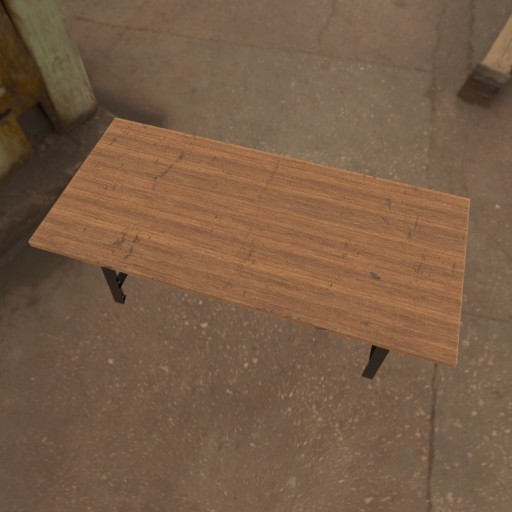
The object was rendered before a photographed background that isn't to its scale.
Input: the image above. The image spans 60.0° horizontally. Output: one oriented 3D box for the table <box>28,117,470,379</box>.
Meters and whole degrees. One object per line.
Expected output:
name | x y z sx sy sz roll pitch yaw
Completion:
table | 0.000 0.000 2.726 2.200 0.757 1.000 15 60 9
